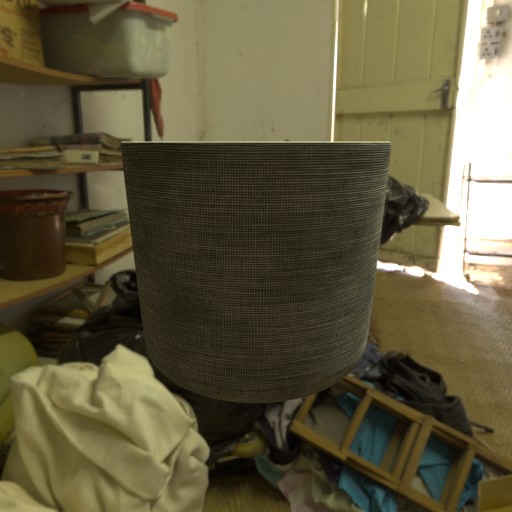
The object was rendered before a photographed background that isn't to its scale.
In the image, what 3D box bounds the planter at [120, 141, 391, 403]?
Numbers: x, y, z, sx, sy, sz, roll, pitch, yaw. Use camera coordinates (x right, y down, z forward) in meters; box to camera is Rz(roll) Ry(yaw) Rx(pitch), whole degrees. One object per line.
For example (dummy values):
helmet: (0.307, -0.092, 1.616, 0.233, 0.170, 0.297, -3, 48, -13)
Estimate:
planter: (0.000, 0.000, 0.799, 0.440, 0.398, 0.440, 0, 14, 0)
